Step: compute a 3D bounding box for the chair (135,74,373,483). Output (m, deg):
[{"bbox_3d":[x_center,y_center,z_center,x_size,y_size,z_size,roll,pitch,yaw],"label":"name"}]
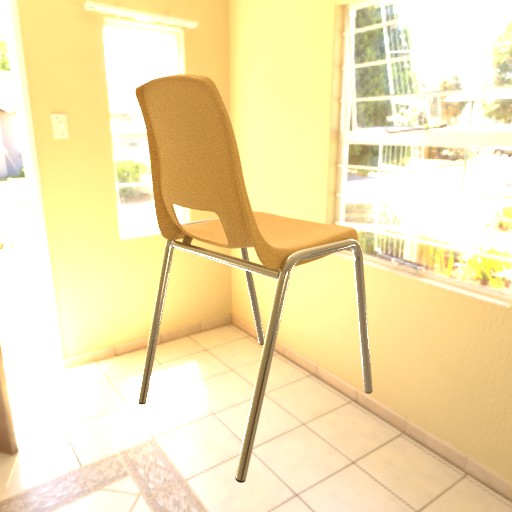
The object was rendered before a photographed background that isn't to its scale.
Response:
[{"bbox_3d":[0.000,0.000,0.970,0.381,0.704,0.436,15,22,43],"label":"chair"}]
